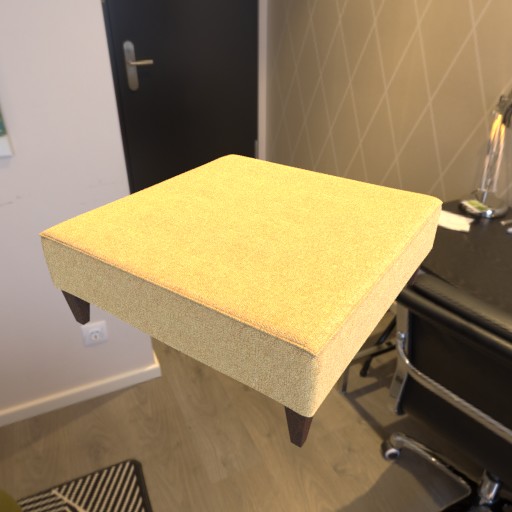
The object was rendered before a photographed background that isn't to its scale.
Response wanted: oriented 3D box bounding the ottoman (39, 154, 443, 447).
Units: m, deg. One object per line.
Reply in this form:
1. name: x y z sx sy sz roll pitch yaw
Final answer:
1. ottoman: 0.000 0.000 1.540 0.970 0.378 0.981 19 35 29
